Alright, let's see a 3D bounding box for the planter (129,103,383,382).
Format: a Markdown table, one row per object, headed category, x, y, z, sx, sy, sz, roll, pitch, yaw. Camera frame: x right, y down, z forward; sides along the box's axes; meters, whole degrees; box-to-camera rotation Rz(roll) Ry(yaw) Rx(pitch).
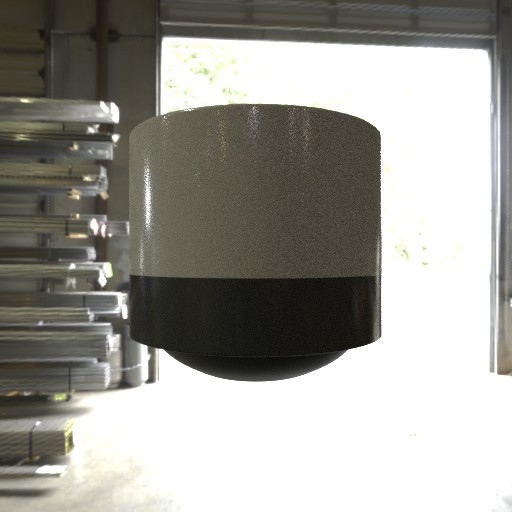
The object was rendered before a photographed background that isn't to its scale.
| category | x | y | z | sx | sy | sz | roll | pitch | yaw |
| --- | --- | --- | --- | --- | --- | --- | --- | --- | --- |
| planter | 0.000 | 0.000 | 0.351 | 0.193 | 0.177 | 0.193 | 0 | 0 | 0 |
